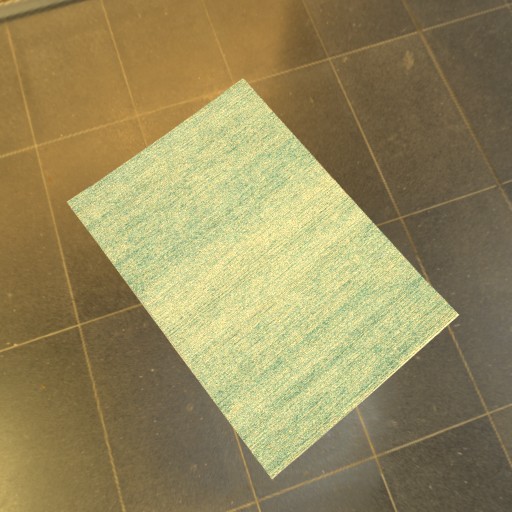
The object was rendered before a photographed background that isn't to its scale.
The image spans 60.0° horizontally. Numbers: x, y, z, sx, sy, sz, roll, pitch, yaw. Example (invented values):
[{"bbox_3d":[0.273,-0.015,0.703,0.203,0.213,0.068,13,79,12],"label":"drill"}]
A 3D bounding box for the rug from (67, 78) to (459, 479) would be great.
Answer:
[{"bbox_3d":[0.000,0.000,3.017,1.593,0.029,2.305,-38,79,-9],"label":"rug"}]
